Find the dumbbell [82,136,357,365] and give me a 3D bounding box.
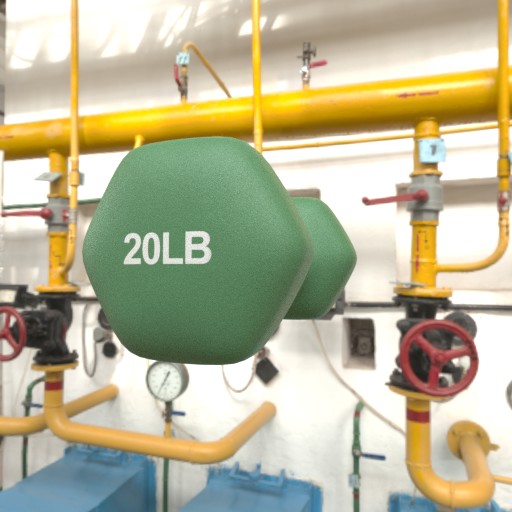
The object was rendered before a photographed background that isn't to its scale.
[{"bbox_3d":[0.000,0.000,0.327,0.126,0.114,0.257,-1,-2,20],"label":"dumbbell"}]
